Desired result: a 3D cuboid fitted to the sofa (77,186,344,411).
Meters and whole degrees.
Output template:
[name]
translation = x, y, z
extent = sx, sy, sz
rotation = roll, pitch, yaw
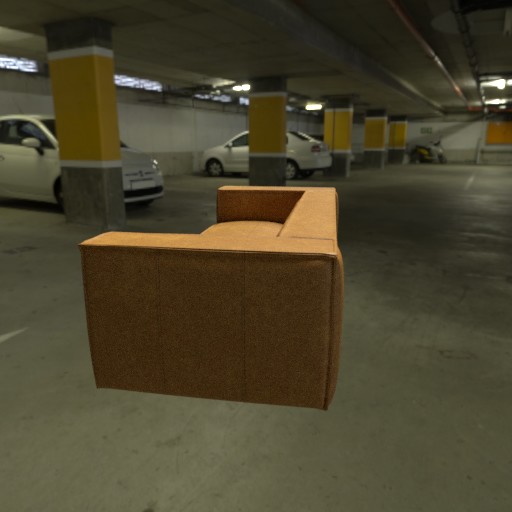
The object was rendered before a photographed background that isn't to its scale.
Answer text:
[sofa]
translation = 0.000, 0.000, 2.986
extent = 1.102, 0.701, 2.581
rotation = 2, 14, 9
